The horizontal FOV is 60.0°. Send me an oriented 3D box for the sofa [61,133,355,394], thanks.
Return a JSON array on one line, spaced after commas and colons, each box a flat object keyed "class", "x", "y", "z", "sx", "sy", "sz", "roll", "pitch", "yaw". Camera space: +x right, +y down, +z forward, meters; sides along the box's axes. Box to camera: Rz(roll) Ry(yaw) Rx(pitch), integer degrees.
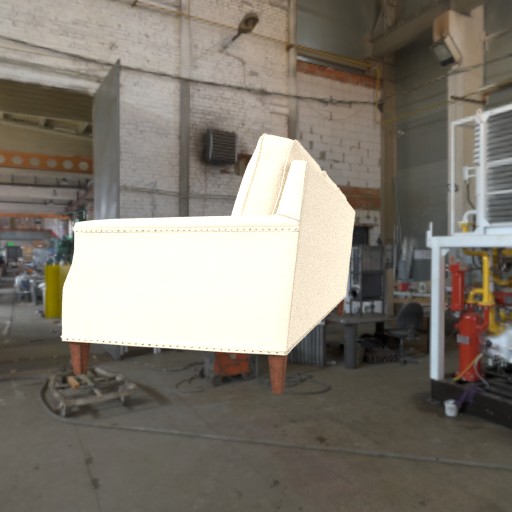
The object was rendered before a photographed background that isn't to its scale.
[{"class": "sofa", "x": 0.000, "y": 0.000, "z": 2.789, "sx": 1.084, "sy": 1.003, "sz": 2.246, "roll": 0, "pitch": 1, "yaw": 17}]
